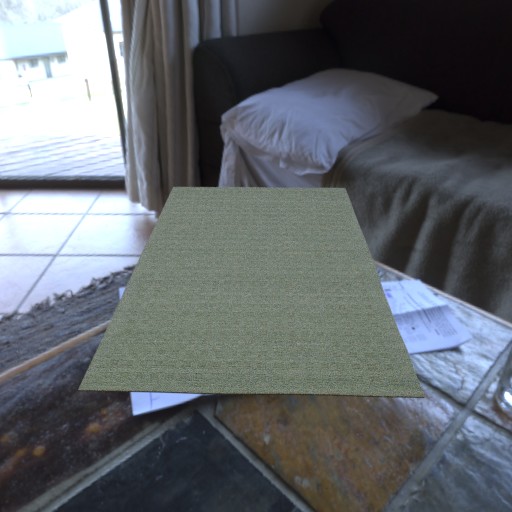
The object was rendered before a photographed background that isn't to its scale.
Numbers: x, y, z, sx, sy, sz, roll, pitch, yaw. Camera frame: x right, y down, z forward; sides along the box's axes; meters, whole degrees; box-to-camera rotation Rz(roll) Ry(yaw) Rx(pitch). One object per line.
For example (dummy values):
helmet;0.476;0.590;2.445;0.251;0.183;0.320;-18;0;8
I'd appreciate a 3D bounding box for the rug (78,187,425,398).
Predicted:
rug;0.000;0.000;2.198;1.143;0.006;1.747;1;31;1
